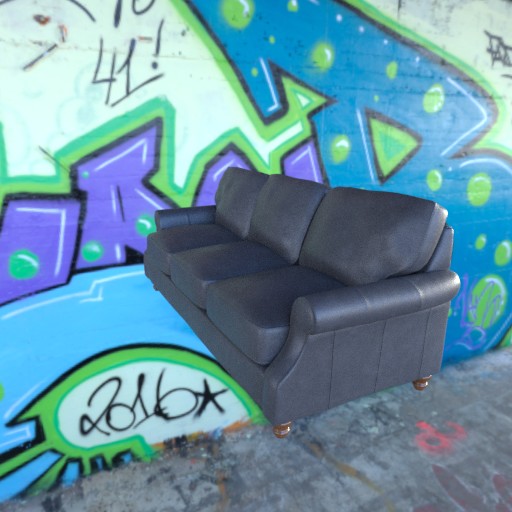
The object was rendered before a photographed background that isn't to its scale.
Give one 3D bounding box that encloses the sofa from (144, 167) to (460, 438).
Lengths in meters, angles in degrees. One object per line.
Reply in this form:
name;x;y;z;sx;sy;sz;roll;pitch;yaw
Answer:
sofa;0.000;0.000;2.809;0.974;0.977;2.387;-8;17;-26
